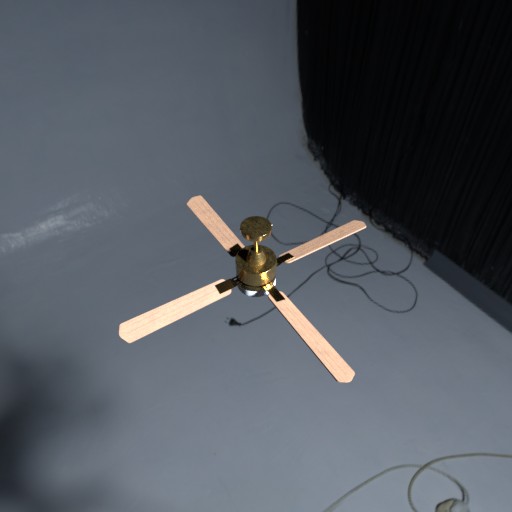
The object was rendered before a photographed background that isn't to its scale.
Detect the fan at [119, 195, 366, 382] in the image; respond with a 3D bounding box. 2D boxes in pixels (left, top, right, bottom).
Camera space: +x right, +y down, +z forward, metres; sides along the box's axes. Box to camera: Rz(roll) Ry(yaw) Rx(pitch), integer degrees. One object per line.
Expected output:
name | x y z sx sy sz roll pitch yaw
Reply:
fan | 0.000 0.000 1.984 1.320 0.355 1.320 -24 50 -22
